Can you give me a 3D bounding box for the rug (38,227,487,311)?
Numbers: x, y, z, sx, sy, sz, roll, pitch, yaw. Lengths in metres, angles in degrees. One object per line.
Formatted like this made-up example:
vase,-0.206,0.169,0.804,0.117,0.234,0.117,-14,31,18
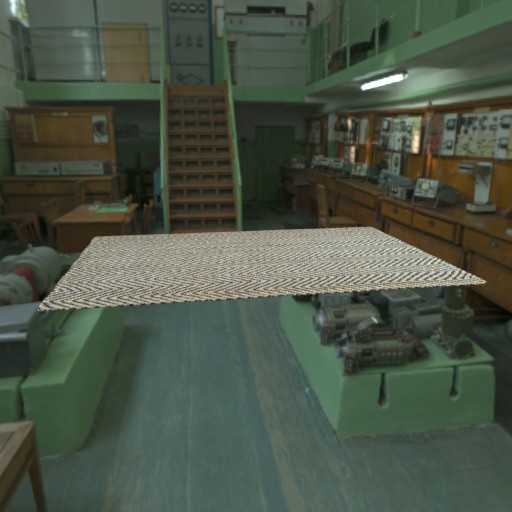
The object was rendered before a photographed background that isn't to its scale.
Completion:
rug,0.000,0.000,2.328,1.828,0.008,1.219,-3,16,-9
